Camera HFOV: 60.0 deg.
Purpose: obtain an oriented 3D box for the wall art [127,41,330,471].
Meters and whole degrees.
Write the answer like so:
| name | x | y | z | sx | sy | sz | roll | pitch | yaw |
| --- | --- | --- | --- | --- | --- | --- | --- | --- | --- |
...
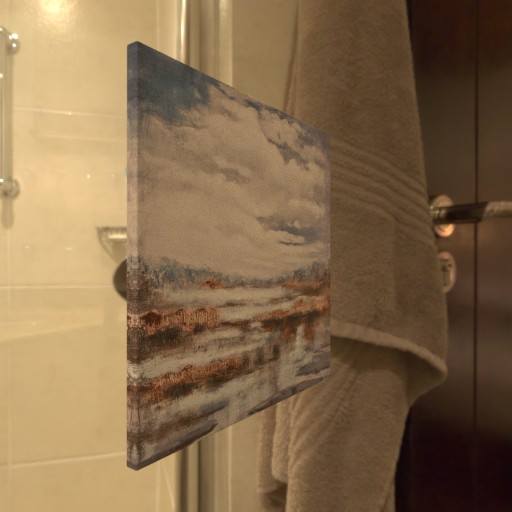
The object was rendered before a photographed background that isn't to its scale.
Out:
| name | x | y | z | sx | sy | sz | roll | pitch | yaw |
| --- | --- | --- | --- | --- | --- | --- | --- | --- | --- |
| wall art | 0.000 | 0.000 | 1.289 | 0.035 | 0.897 | 0.888 | 0 | 0 | 36 |
